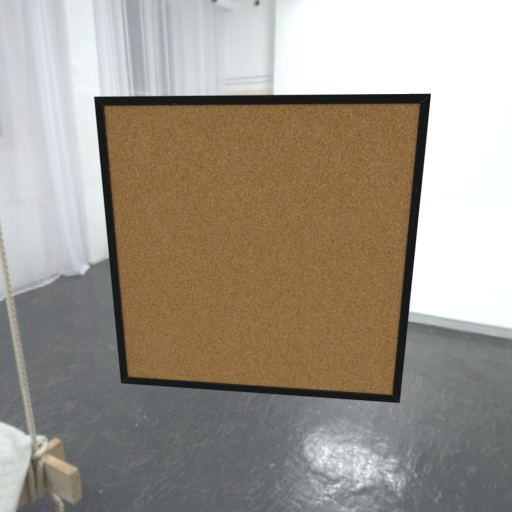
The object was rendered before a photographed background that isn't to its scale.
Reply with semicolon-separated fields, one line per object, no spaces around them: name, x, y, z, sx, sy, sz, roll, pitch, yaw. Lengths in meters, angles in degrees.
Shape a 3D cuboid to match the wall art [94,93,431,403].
wall art;0.000;0.000;1.115;0.761;0.761;0.037;2;16;7
